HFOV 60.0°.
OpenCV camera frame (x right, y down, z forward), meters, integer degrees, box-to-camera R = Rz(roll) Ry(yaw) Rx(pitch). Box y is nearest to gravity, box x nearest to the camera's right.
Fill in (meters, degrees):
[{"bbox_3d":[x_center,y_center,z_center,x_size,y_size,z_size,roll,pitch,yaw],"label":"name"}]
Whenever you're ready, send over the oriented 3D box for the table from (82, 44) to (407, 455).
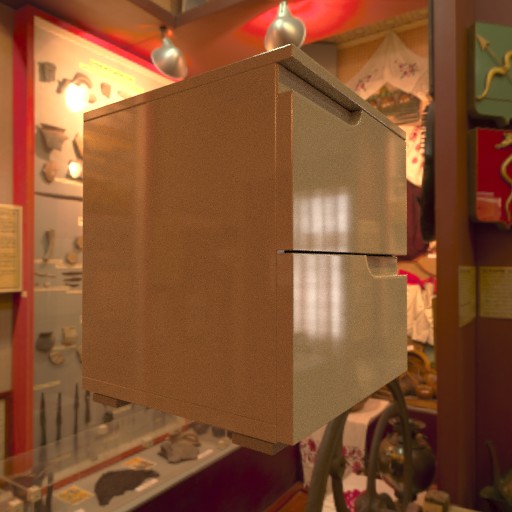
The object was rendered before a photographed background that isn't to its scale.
[{"bbox_3d":[0.000,0.000,0.781,0.400,0.470,0.420,-1,-1,35],"label":"table"}]
